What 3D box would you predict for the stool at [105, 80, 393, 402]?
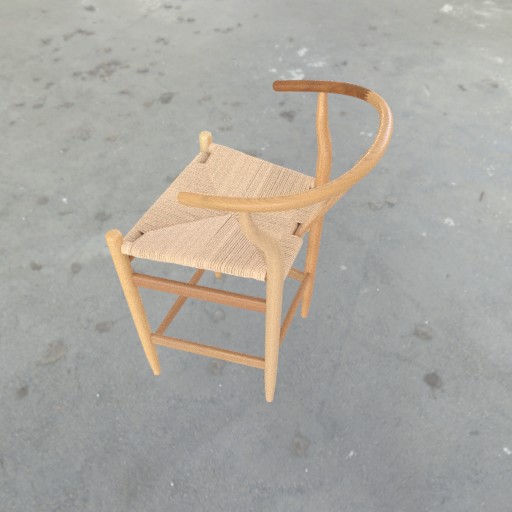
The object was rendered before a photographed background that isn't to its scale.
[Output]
[{"bbox_3d":[0.000,0.000,1.280,0.575,0.923,0.536,17,49,15],"label":"stool"}]
